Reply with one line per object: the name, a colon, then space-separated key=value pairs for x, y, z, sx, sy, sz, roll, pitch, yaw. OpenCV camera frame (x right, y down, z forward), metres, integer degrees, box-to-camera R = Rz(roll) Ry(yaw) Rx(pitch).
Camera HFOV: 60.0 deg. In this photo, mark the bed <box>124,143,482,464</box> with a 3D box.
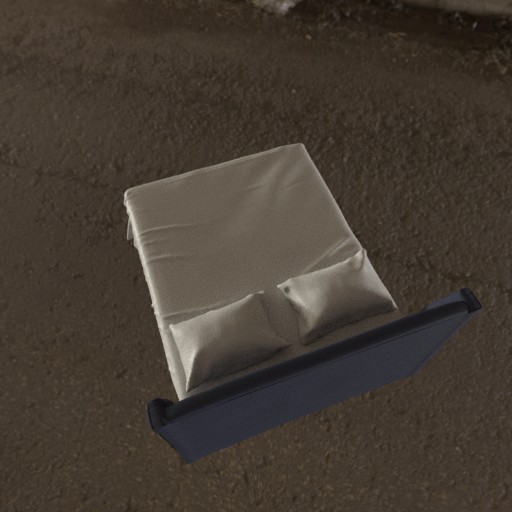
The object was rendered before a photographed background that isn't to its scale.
bed: x=0.000 y=0.000 z=3.407 sx=1.925 sy=1.332 sz=2.276 roll=-17 pitch=60 yaw=-10
